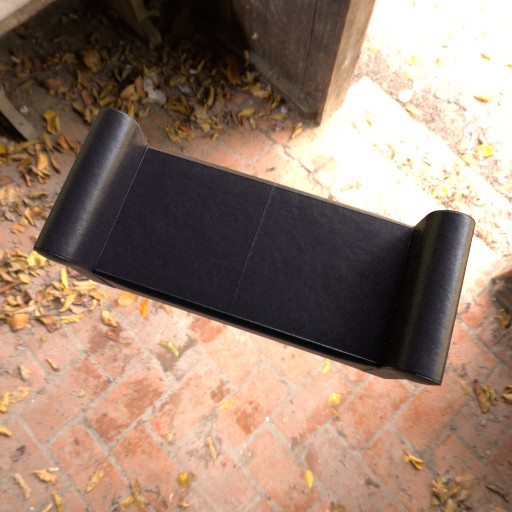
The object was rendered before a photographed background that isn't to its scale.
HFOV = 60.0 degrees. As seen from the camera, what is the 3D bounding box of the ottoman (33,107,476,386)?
[{"bbox_3d":[0.000,0.000,1.559,1.256,0.547,0.521,18,76,5],"label":"ottoman"}]
